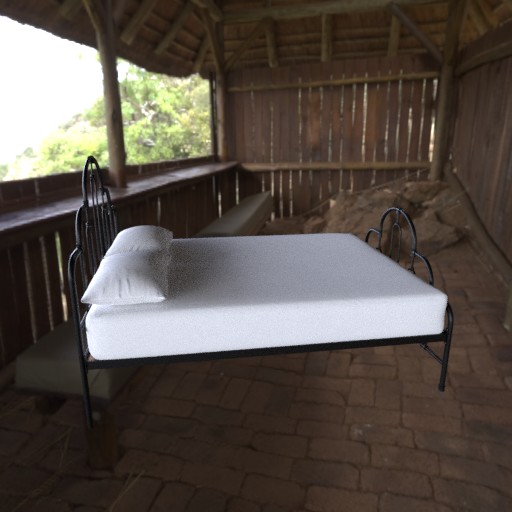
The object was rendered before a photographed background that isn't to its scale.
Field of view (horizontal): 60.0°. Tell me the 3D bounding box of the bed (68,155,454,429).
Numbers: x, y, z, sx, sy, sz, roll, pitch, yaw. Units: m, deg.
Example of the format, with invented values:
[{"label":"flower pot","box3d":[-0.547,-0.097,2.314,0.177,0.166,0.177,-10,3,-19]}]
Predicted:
[{"label":"bed","box3d":[0.000,0.000,3.206,2.181,1.444,1.626,-3,17,-9]}]
